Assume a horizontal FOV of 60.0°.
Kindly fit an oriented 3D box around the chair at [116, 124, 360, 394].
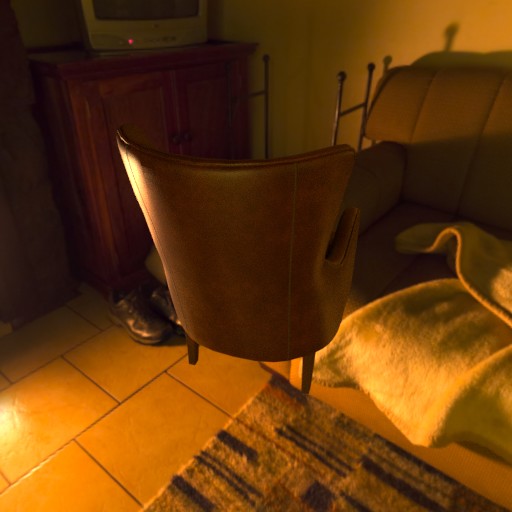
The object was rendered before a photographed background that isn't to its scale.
[{"bbox_3d":[0.000,0.000,1.670,0.692,1.048,0.914,10,32,16],"label":"chair"}]
